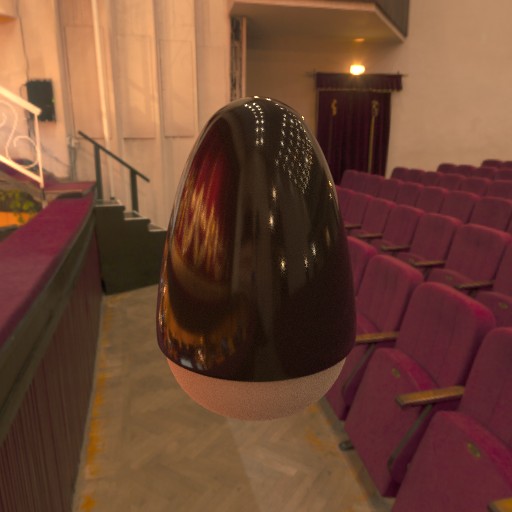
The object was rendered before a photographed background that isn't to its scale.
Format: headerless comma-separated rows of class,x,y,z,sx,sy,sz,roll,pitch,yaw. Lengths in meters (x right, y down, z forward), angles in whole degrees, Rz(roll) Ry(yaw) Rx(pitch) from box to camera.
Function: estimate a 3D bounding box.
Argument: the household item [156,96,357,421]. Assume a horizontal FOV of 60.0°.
household item,0.000,0.000,0.223,0.102,0.152,0.104,-3,15,-9
